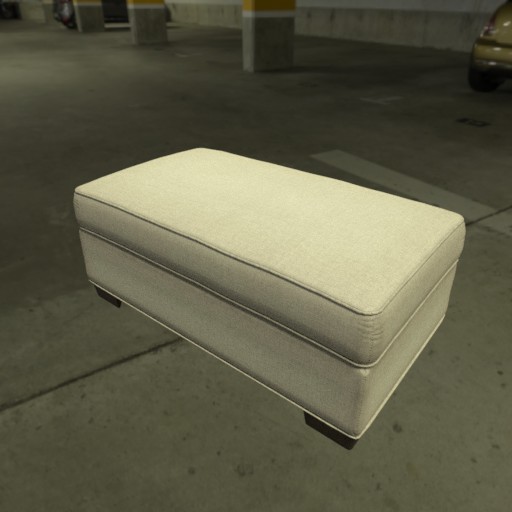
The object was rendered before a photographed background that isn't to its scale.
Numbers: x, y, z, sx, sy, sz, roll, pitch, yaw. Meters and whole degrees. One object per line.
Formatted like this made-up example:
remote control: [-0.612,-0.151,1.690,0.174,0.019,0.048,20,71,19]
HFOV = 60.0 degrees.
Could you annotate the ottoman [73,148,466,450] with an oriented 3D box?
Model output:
ottoman: [0.000,0.000,1.444,1.097,0.461,0.617,22,37,33]
